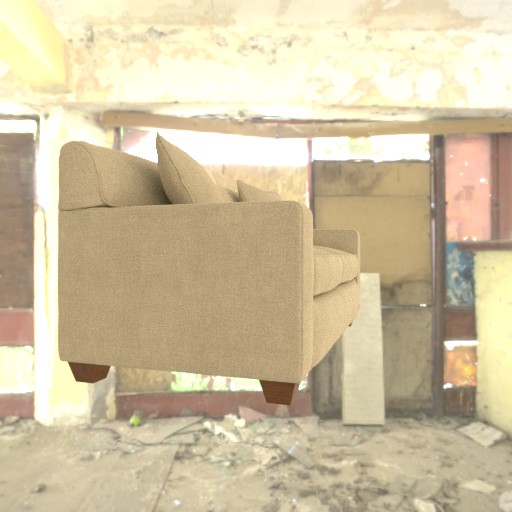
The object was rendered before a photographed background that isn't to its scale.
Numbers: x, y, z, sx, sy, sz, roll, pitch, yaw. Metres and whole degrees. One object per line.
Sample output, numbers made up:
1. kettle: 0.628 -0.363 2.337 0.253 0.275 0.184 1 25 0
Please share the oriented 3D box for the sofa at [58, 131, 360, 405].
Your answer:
1. sofa: 0.000 0.000 2.384 0.998 0.958 1.846 0 0 19
